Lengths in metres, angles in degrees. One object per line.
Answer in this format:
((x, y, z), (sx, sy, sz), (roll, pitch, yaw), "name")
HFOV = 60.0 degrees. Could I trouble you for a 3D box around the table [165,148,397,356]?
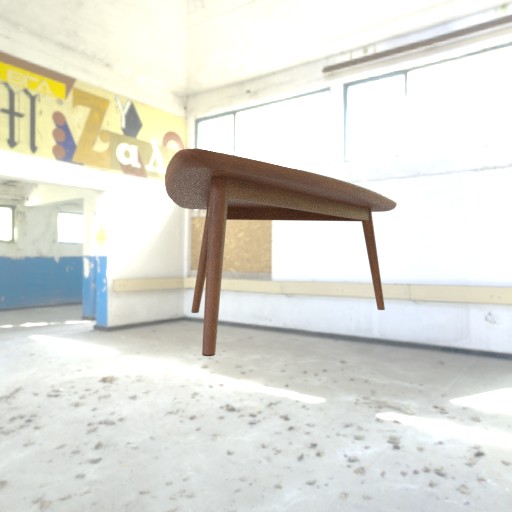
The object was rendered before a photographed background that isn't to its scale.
((0.000, 0.000, 1.290), (0.601, 0.365, 1.008), (0, 0, 36), "table")
